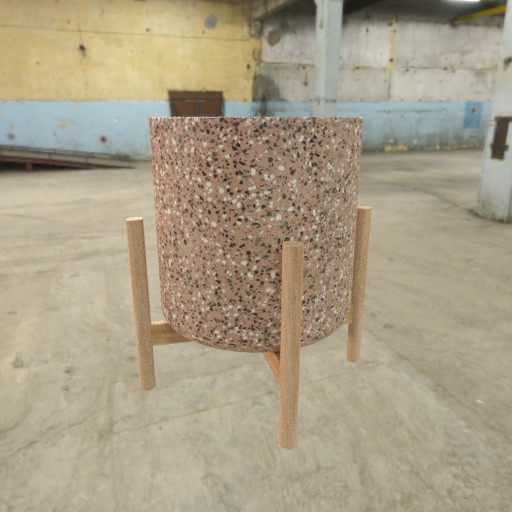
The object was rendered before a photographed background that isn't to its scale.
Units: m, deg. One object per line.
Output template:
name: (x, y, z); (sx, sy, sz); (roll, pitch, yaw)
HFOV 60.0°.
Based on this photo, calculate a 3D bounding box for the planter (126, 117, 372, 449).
planter: (0.000, 0.000, 0.703); (0.360, 0.419, 0.360); (3, 17, 8)
